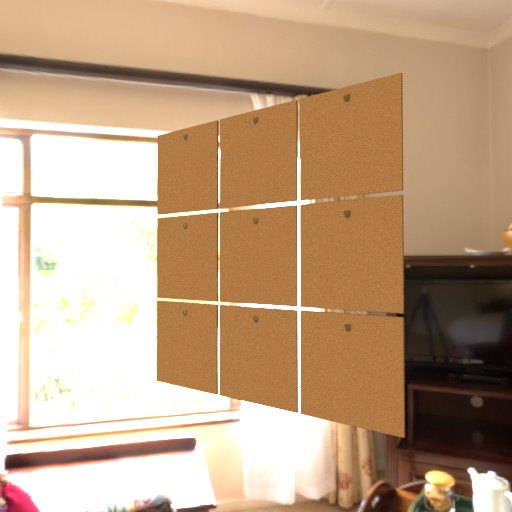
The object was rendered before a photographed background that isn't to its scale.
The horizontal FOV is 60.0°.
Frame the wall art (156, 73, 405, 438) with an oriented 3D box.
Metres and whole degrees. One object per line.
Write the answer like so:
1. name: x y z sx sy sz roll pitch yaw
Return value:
1. wall art: 0.000 0.000 2.315 1.533 1.532 0.019 -1 -2 36
